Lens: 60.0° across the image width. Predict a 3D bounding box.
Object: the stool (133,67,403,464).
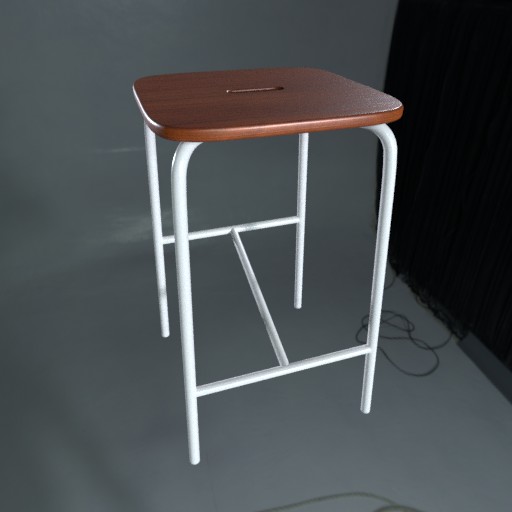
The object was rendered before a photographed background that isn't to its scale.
[{"bbox_3d":[0.000,0.000,0.850,0.376,0.610,0.376,-10,34,-15],"label":"stool"}]
